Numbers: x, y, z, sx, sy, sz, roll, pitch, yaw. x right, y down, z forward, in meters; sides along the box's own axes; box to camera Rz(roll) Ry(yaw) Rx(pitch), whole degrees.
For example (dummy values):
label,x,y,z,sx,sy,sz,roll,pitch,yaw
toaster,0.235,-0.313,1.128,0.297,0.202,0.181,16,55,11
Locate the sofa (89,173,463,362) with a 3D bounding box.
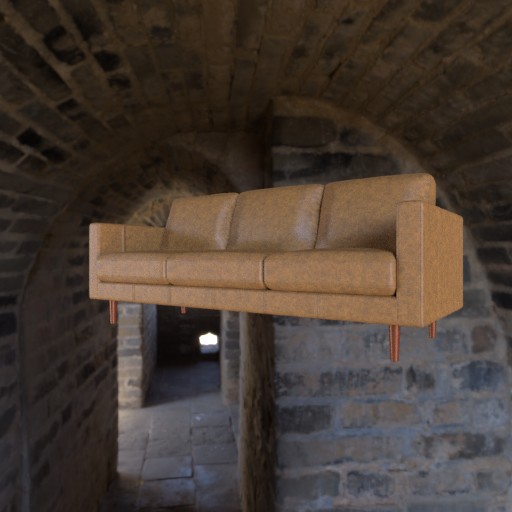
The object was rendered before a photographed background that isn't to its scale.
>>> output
label,x,y,z,sx,sy,sz,roll,pitch,yaw
sofa,0.000,0.000,2.772,2.231,0.930,0.903,0,0,35
